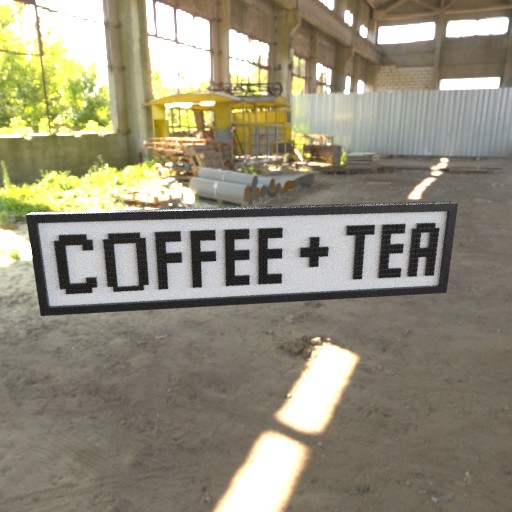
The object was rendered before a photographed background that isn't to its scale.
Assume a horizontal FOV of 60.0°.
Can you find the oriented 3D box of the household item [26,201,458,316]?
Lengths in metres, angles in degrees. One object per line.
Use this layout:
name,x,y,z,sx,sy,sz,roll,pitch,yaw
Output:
household item,0.000,0.000,1.067,1.001,0.236,0.030,-2,16,-8
